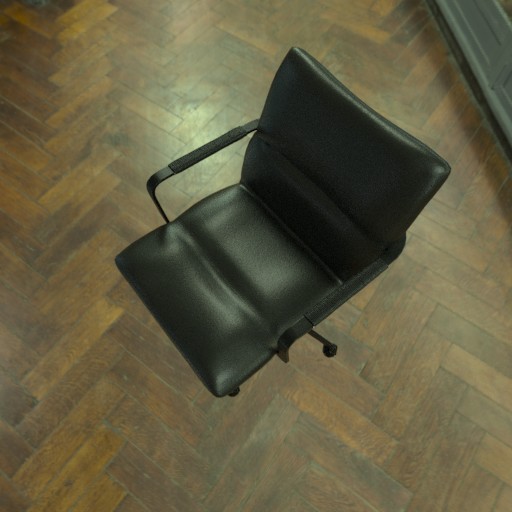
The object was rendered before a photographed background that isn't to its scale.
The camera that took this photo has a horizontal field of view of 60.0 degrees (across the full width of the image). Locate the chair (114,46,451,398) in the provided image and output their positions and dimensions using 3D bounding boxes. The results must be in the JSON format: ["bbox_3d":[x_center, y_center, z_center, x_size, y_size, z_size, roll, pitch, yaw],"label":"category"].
[{"bbox_3d":[0.000,0.000,1.438,0.748,0.922,0.719,-36,68,-17],"label":"chair"}]
